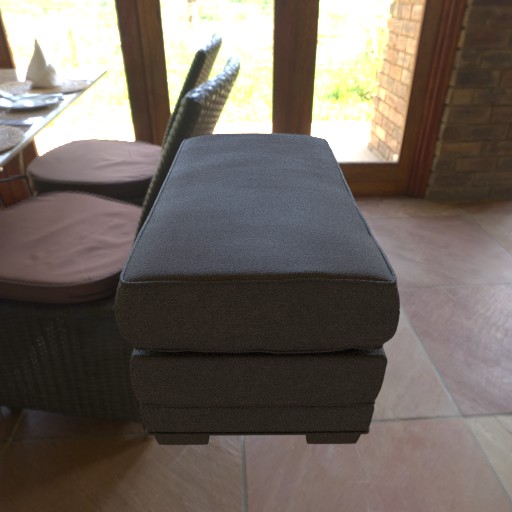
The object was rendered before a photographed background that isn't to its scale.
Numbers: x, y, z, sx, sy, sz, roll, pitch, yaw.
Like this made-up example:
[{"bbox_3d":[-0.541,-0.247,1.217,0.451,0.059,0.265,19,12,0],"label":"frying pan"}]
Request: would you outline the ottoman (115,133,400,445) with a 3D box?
[{"bbox_3d":[0.000,0.000,1.161,0.490,0.448,0.864,0,31,0],"label":"ottoman"}]
